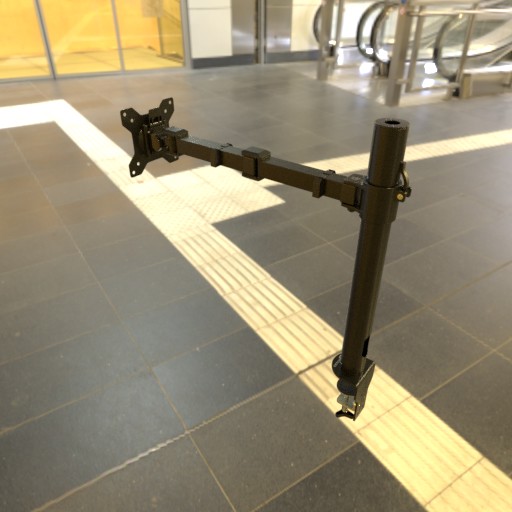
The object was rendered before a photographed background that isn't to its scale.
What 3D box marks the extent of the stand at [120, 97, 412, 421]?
[{"bbox_3d":[0.000,0.000,0.739,0.456,0.510,0.115,22,39,31],"label":"stand"}]
